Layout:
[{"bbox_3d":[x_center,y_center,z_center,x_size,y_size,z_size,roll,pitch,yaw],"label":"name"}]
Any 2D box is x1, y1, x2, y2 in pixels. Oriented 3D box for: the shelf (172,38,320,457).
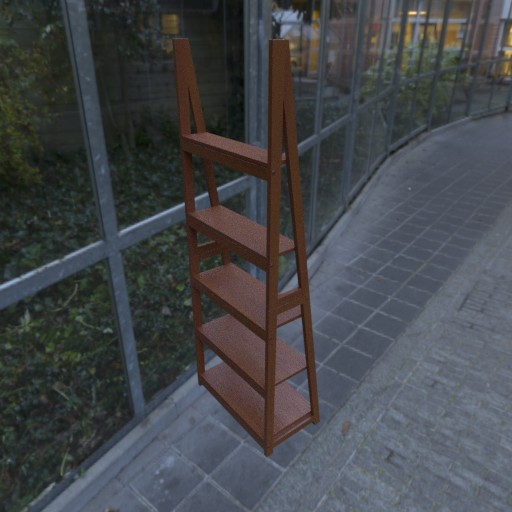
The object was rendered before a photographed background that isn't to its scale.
[{"bbox_3d":[0.000,0.000,2.023,0.356,1.780,0.630,-19,32,-33],"label":"shelf"}]
